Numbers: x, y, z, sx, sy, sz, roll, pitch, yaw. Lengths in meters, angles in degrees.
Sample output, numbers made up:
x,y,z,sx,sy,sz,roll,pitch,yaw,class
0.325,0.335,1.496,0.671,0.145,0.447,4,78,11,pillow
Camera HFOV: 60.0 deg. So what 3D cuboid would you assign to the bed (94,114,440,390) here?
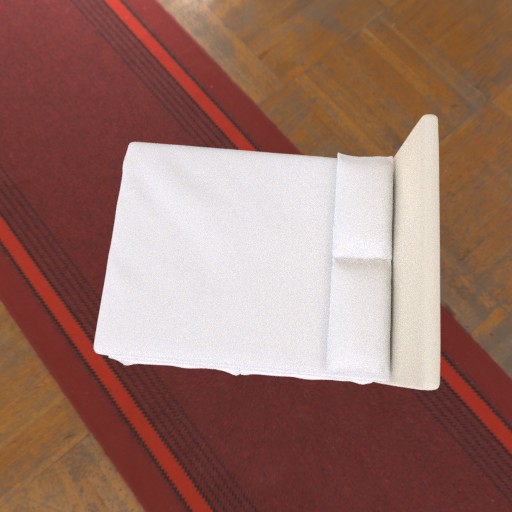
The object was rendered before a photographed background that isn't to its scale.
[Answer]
x,y,z,sx,sy,sz,roll,pitch,yaw,class
0.000,0.000,3.186,2.147,1.330,1.714,5,76,1,bed
